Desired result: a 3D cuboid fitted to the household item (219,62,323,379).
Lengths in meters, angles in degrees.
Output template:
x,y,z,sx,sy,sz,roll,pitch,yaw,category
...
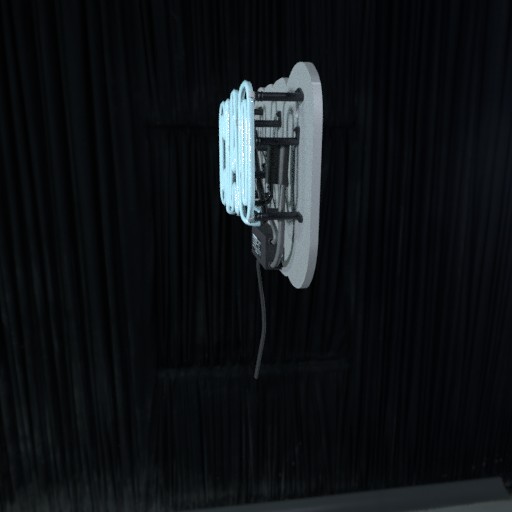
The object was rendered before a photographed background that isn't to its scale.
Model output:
x,y,z,sx,sy,sz,roll,pitch,yaw,category
0.000,0.000,0.389,0.042,0.294,0.211,-3,14,-10,household item
